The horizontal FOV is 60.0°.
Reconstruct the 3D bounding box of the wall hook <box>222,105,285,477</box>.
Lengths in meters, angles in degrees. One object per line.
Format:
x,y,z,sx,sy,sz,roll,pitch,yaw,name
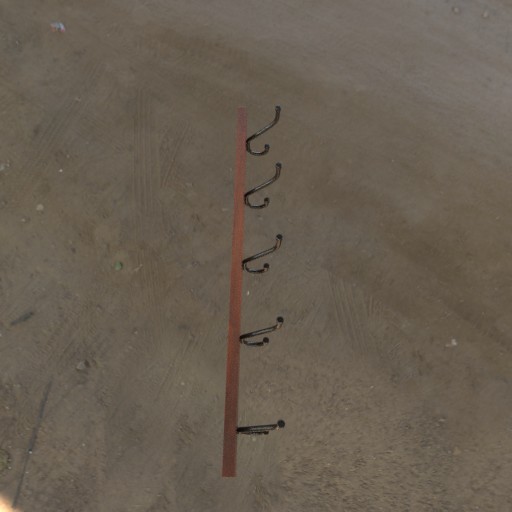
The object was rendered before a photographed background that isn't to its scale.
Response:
0.000,0.000,0.638,0.071,0.117,0.571,1,64,0,wall hook
